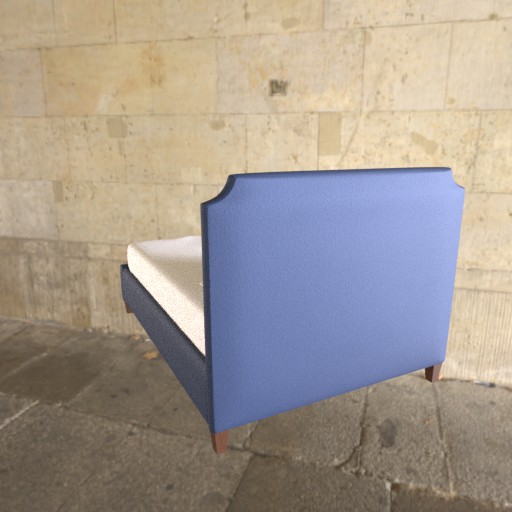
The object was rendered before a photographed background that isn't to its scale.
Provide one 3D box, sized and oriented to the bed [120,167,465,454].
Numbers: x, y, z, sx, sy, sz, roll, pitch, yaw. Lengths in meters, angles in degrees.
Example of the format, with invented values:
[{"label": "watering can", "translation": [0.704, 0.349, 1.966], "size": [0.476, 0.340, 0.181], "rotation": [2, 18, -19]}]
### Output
[{"label": "bed", "translation": [0.000, 0.000, 3.468], "size": [1.712, 1.443, 2.372], "rotation": [-7, 16, -26]}]
